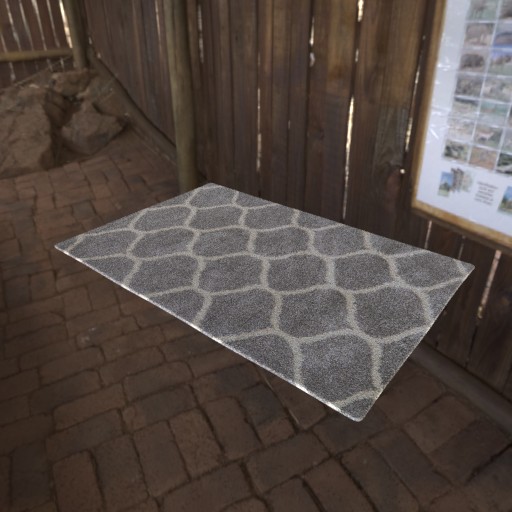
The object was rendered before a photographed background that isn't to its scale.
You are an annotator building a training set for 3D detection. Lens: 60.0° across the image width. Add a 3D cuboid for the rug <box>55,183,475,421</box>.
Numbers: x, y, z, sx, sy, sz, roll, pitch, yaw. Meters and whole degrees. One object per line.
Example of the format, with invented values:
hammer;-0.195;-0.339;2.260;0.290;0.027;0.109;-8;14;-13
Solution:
rug;0.000;0.000;3.395;2.701;0.026;1.801;22;37;33
